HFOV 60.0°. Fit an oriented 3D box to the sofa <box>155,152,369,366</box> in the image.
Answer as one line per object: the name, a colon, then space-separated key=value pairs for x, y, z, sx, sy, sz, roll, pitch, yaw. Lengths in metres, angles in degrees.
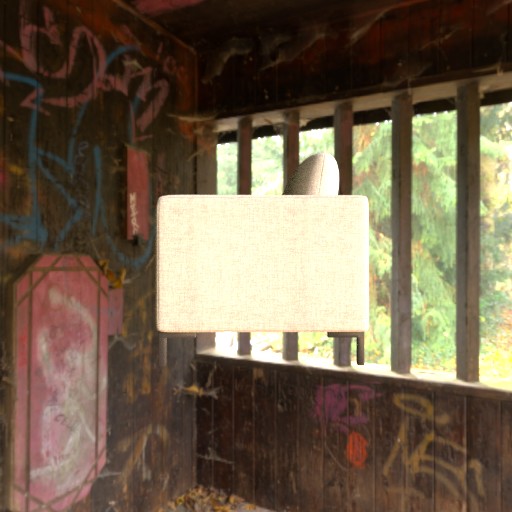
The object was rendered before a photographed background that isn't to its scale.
sofa: x=0.000 y=0.000 z=2.825 sx=0.859 sy=0.874 sz=2.218 roll=0 pitch=0 yaw=-1
